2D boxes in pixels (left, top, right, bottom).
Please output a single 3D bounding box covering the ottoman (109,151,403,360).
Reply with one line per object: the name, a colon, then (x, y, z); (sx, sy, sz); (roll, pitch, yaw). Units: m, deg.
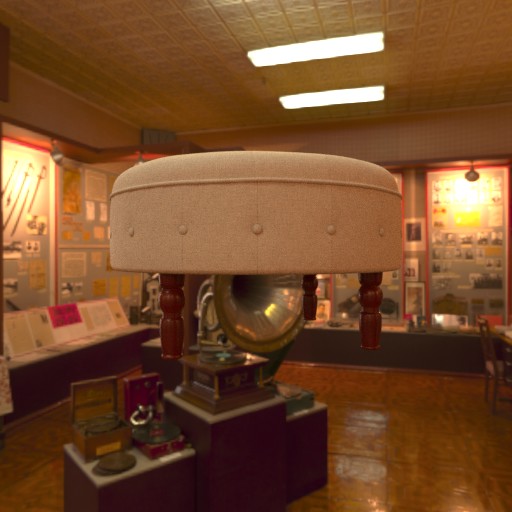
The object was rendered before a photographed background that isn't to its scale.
ottoman: (0.000, 0.000, 1.352); (0.849, 0.478, 0.849); (0, 0, 0)
